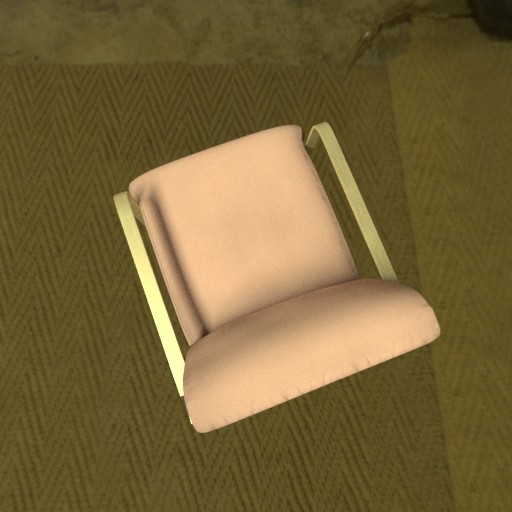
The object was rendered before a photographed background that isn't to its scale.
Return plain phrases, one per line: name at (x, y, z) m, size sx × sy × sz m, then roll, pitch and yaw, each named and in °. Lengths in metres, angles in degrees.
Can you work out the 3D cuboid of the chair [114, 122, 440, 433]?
chair at (0.000, 0.000, 1.462) m, size 0.701 × 0.823 × 0.848 m, roll -20°, pitch 77°, yaw -5°
